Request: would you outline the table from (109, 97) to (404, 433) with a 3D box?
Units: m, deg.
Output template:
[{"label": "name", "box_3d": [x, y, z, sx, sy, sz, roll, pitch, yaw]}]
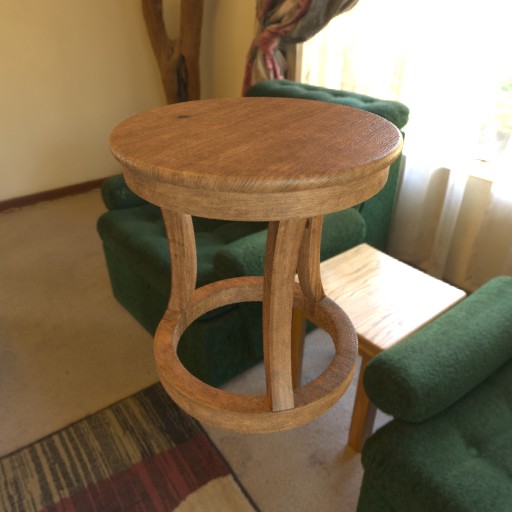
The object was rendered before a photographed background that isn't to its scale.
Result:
[{"label": "table", "box_3d": [0.000, 0.000, 0.789, 0.432, 0.460, 0.432, 0, 31, 0]}]
